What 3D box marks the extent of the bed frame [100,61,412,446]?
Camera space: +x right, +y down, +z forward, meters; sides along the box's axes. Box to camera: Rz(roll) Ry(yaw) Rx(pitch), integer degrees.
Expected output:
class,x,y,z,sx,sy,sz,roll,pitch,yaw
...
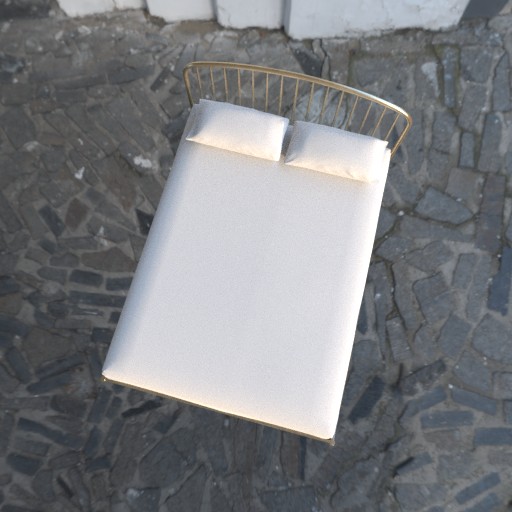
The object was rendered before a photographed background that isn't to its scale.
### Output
class,x,y,z,sx,sy,sz,roll,pitch,yaw
bed frame,0.000,0.000,3.083,1.612,1.175,2.152,14,75,4
